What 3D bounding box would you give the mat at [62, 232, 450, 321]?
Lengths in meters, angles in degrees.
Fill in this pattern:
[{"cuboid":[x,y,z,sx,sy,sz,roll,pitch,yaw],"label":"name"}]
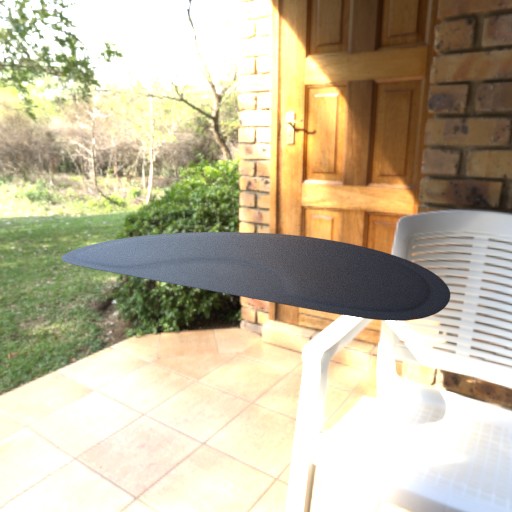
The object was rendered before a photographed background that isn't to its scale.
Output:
[{"cuboid":[0.000,0.000,1.842,1.524,0.013,0.913,8,16,27],"label":"mat"}]
